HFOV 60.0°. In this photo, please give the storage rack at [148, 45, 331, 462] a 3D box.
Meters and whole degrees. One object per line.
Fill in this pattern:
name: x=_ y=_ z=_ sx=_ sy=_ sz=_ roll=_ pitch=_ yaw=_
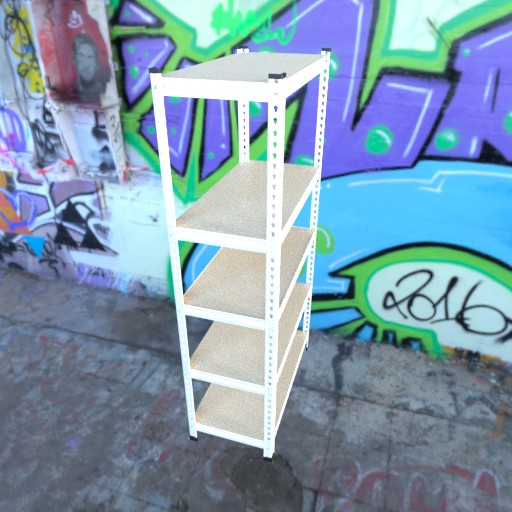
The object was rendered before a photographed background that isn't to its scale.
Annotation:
storage rack: x=0.000 y=0.000 z=2.218 sx=0.457 sy=1.829 sz=0.914 roll=9 pitch=31 yaw=15
